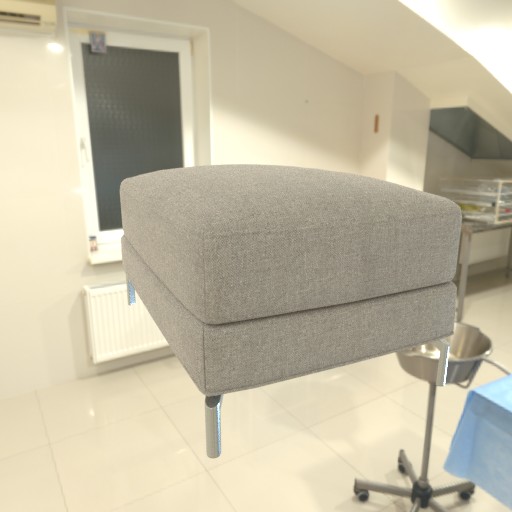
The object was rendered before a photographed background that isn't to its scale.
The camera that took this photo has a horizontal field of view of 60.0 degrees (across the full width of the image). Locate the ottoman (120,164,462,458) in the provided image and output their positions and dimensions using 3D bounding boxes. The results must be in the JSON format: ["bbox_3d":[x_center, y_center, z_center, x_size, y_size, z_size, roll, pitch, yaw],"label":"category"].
[{"bbox_3d":[0.000,0.000,1.162,0.584,0.457,0.838,-7,17,-24],"label":"ottoman"}]
